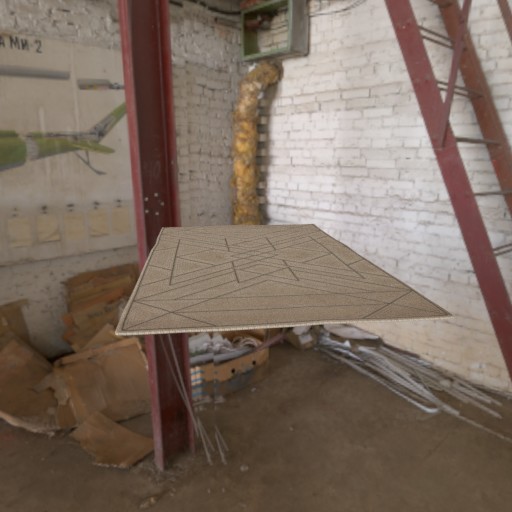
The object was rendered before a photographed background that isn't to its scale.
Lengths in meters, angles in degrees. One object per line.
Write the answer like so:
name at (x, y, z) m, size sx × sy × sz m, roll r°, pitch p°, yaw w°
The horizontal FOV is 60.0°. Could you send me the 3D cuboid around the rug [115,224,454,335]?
rug at (0.000, 0.000, 1.069) m, size 0.511 × 0.008 × 0.869 m, roll -2°, pitch 14°, yaw -7°
